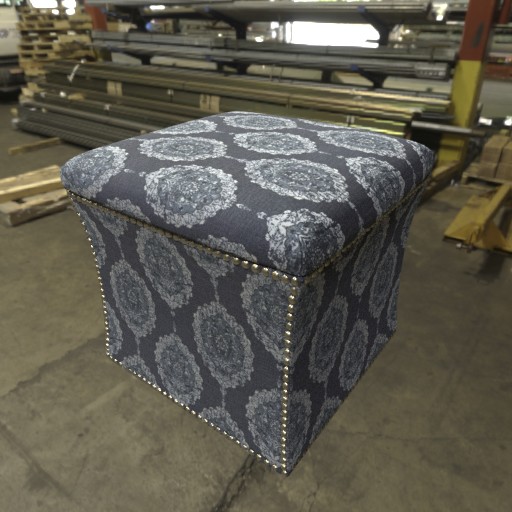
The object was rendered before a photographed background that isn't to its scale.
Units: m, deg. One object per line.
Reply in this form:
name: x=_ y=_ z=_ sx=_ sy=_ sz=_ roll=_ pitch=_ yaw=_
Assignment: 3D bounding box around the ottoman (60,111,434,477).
ottoman: x=0.000 y=0.000 z=0.889 sx=0.507 sy=0.475 sz=0.497 roll=21 pitch=36 yaw=31
